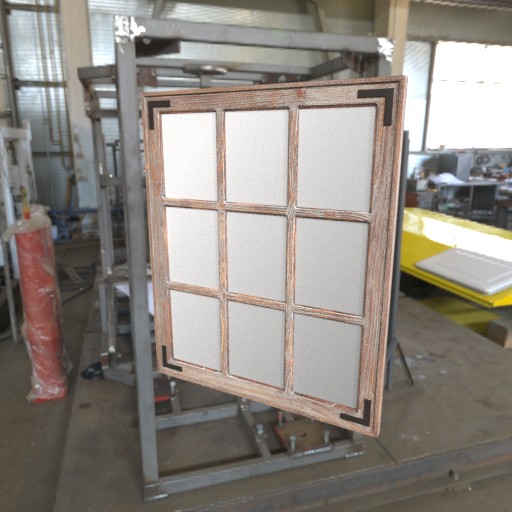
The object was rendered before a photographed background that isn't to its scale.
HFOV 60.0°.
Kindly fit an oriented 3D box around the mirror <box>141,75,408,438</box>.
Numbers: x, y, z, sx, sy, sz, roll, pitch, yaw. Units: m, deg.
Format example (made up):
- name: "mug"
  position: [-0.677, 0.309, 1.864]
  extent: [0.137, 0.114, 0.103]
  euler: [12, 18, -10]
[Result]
- name: "mirror"
  position: [0.000, 0.000, 1.223]
  extent: [0.730, 0.882, 0.032]
  euler: [8, 16, 27]
